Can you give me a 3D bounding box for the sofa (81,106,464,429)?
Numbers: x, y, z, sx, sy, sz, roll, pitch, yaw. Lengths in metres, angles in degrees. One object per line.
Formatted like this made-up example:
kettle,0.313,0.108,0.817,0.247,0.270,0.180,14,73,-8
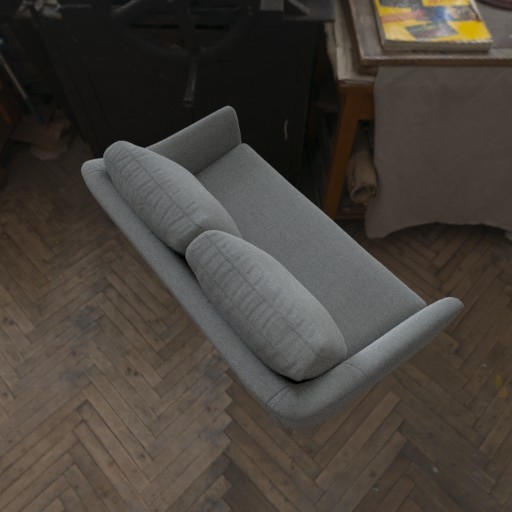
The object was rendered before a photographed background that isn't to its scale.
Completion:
sofa,0.000,0.000,2.133,0.960,0.904,1.619,-34,64,-20
